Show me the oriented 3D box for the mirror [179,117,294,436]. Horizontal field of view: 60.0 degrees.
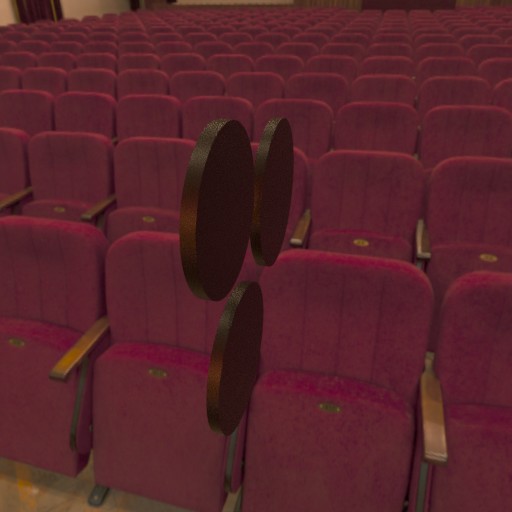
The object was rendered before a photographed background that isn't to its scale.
[{"bbox_3d":[0.000,0.000,3.091,0.076,2.096,2.160,8,30,14],"label":"mirror"}]
